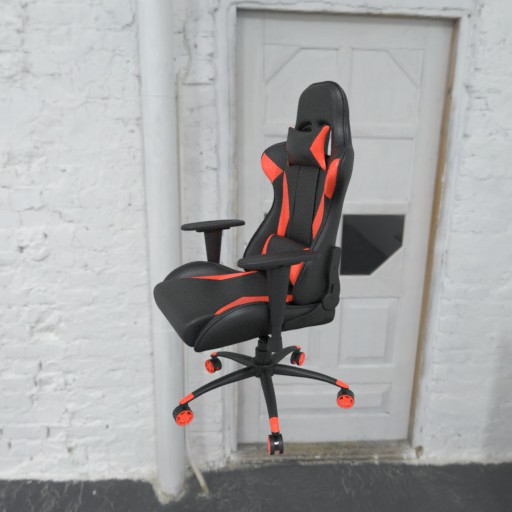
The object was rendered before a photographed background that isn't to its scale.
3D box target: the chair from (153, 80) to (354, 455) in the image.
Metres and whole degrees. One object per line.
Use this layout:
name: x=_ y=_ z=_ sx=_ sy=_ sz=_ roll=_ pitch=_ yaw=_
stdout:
chair: x=0.000 y=0.000 z=1.711 sx=0.730 sy=1.282 sz=0.695 roll=-7 pitch=17 yaw=-25
